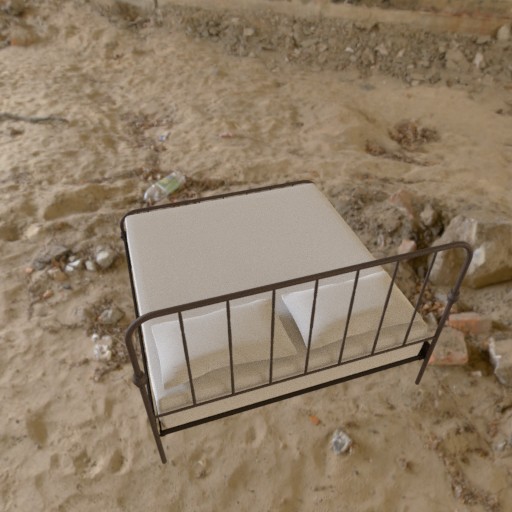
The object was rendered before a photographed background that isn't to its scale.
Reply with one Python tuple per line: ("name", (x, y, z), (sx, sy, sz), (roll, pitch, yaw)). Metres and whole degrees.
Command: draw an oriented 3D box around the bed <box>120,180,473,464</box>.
("bed", (0.000, 0.000, 3.485), (2.044, 1.446, 2.134), (-12, 42, -13))
